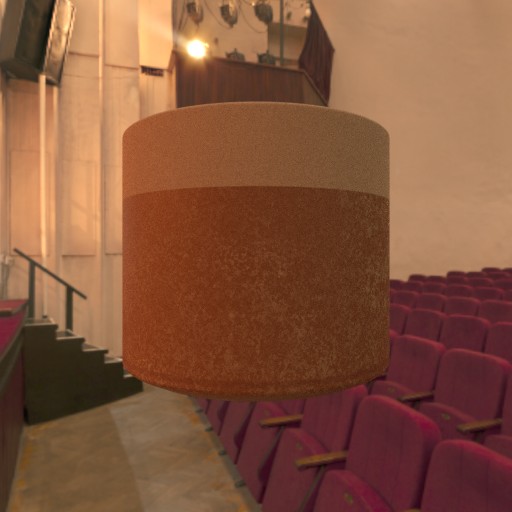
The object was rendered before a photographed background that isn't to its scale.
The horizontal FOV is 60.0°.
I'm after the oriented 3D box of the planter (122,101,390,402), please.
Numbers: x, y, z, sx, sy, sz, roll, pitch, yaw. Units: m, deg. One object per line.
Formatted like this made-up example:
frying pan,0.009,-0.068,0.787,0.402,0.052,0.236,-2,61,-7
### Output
planter,0.000,0.000,0.275,0.159,0.138,0.159,0,0,0
